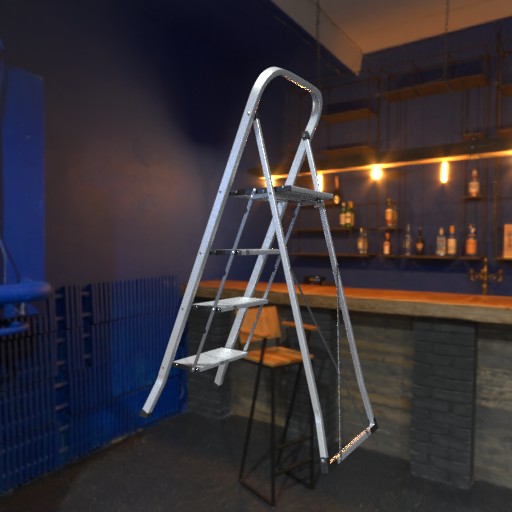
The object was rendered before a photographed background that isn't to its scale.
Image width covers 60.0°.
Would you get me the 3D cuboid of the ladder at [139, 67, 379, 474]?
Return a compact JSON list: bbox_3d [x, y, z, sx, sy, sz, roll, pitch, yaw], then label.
[{"bbox_3d":[0.000,0.000,1.711,0.830,1.290,0.465,1,2,36],"label":"ladder"}]
